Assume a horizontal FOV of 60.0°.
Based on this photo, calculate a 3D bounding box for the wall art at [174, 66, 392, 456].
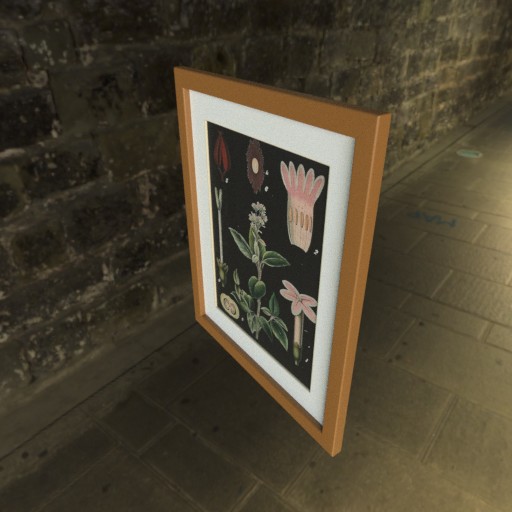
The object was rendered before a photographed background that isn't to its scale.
[{"bbox_3d":[0.000,0.000,0.751,0.021,0.550,0.449,-21,36,-31],"label":"wall art"}]
